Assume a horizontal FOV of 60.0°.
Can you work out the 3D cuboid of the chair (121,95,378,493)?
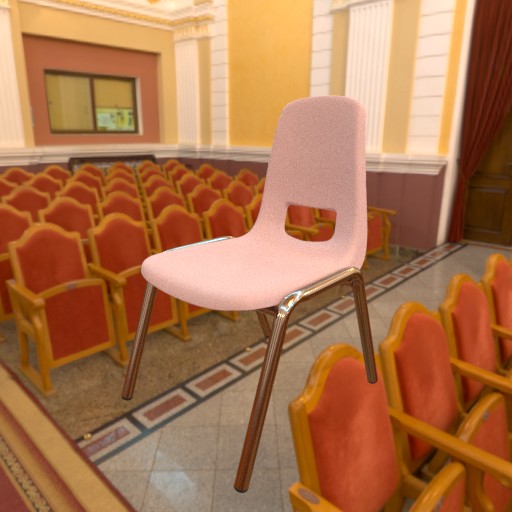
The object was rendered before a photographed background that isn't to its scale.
[{"bbox_3d":[0.000,0.000,0.836,0.354,0.586,0.423,15,22,42],"label":"chair"}]
